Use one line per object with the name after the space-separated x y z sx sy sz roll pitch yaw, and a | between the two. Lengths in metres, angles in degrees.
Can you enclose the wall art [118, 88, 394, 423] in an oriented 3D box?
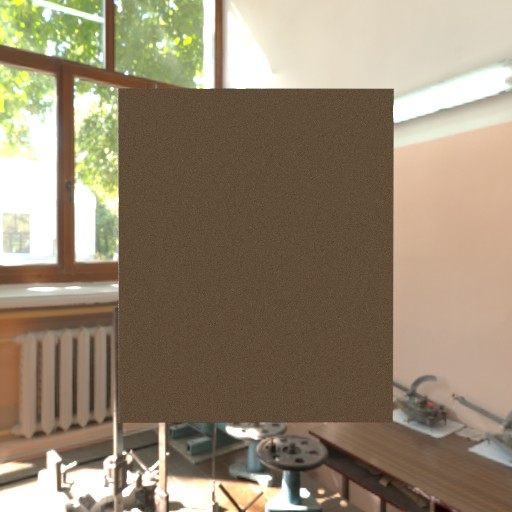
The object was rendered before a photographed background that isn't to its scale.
0.000 0.000 0.747 0.452 0.549 0.038 0 1 0 | wall art
